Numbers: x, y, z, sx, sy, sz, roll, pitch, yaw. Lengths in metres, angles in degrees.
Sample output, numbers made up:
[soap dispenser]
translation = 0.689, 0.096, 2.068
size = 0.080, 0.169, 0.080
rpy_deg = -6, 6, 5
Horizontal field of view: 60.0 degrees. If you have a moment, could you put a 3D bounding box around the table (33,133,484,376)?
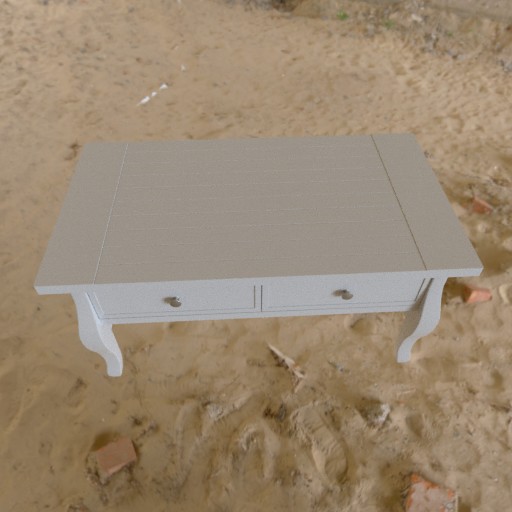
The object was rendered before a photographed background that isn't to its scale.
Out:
[table]
translation = 0.000, 0.000, 1.421
size = 1.062, 0.495, 0.600
rpy_deg = -2, 48, -2
